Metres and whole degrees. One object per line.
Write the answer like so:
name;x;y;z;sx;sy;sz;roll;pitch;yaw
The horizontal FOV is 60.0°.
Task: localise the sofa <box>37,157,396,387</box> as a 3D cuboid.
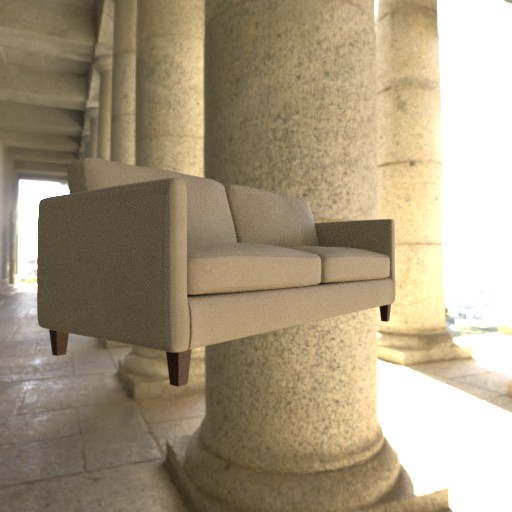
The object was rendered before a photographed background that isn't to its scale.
sofa;0.000;0.000;2.632;0.948;0.932;2.181;0;0;37
